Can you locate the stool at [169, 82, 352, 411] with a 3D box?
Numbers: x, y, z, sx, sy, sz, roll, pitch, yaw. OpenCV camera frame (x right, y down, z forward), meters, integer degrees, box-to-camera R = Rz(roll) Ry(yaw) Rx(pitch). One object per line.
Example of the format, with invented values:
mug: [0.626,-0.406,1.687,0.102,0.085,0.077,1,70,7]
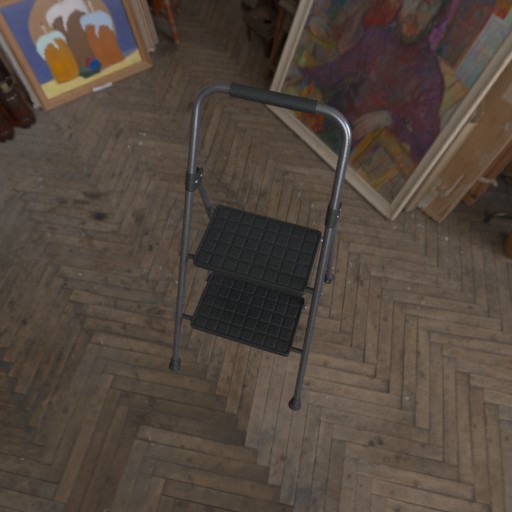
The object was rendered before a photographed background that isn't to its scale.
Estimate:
stool: [0.000,0.000,1.171,0.450,0.872,0.514,15,61,9]
